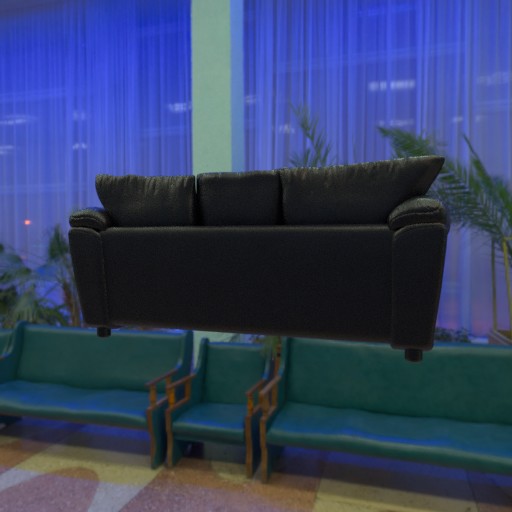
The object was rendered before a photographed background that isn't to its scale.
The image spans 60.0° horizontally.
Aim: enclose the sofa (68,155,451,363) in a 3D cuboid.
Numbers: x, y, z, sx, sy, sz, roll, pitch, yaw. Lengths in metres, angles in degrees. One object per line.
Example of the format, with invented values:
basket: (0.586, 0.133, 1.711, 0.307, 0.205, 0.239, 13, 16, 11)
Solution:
sofa: (0.000, 0.000, 2.878, 2.336, 1.073, 0.880, 1, 2, 18)
